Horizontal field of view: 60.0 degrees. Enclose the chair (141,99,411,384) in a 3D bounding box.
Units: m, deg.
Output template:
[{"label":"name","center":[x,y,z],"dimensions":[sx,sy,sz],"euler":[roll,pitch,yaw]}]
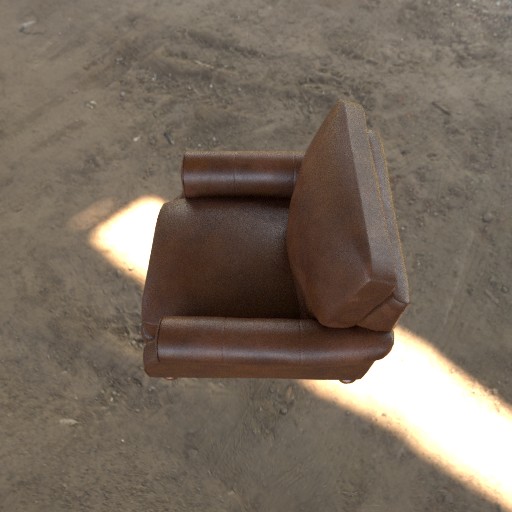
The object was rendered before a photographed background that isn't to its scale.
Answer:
[{"label":"chair","center":[0.000,0.000,1.846],"dimensions":[0.992,0.972,0.989],"euler":[1,58,1]}]
